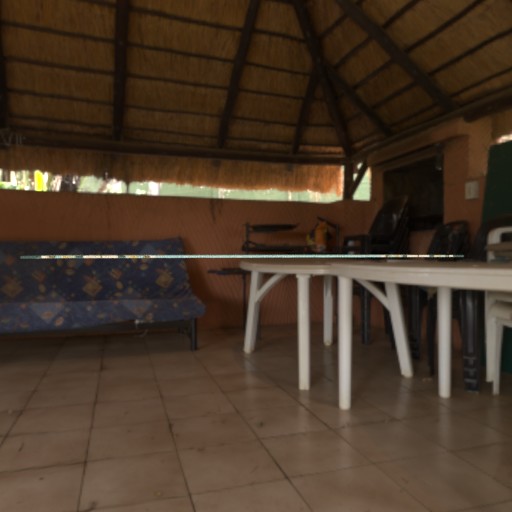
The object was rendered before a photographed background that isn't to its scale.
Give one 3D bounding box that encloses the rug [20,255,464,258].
[{"bbox_3d":[0.000,0.000,2.692,2.441,0.010,0.744,0,0,-18],"label":"rug"}]
